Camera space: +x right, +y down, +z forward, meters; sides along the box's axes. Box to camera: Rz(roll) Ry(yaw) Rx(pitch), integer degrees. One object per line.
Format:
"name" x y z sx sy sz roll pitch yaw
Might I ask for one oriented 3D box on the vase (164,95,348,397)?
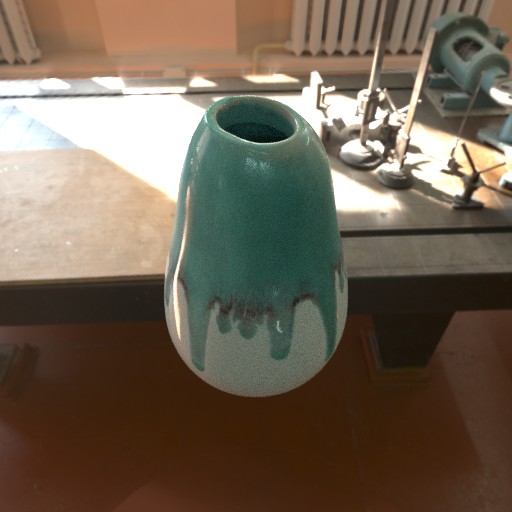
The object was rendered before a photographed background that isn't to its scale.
"vase" 0.000 0.000 0.258 0.116 0.179 0.116 0 45 0
